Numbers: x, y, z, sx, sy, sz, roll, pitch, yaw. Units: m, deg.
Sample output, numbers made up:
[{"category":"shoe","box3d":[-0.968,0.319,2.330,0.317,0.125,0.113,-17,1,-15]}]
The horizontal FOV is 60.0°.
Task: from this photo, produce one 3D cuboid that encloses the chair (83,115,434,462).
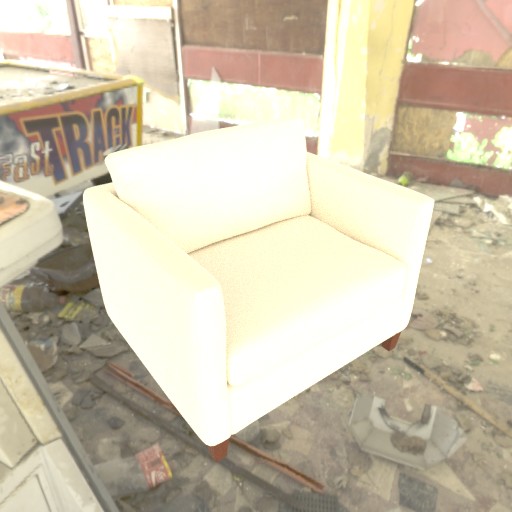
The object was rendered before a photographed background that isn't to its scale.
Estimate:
[{"category":"chair","box3d":[0.000,0.000,1.733,1.019,0.885,0.878,-21,36,-31]}]
